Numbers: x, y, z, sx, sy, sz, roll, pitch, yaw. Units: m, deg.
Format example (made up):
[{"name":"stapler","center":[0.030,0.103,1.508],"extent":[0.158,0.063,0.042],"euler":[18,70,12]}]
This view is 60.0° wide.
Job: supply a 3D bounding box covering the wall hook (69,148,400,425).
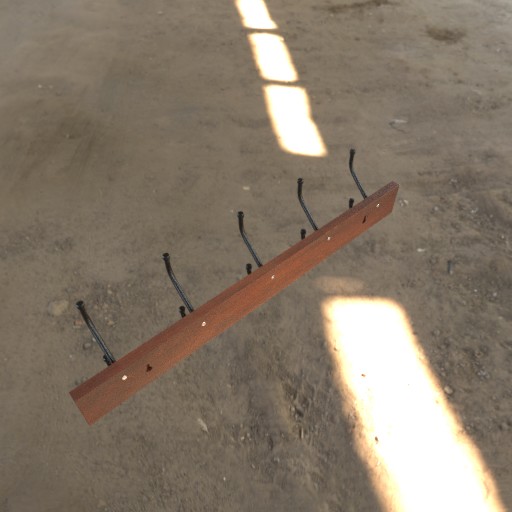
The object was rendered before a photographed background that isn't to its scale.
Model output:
[{"name":"wall hook","center":[0.000,0.000,0.617],"extent":[0.571,0.117,0.071],"euler":[-32,54,-28]}]
